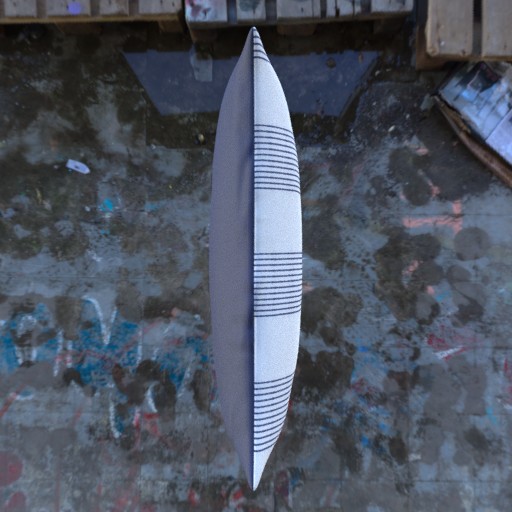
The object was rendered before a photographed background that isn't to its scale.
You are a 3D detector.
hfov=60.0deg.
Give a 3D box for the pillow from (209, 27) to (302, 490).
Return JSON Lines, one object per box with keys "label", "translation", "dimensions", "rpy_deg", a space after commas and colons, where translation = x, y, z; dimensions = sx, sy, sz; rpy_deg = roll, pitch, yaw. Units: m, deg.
{"label": "pillow", "translation": [0.000, 0.000, 0.717], "dimensions": [0.151, 0.287, 0.610], "rpy_deg": [0, 90, -1]}
